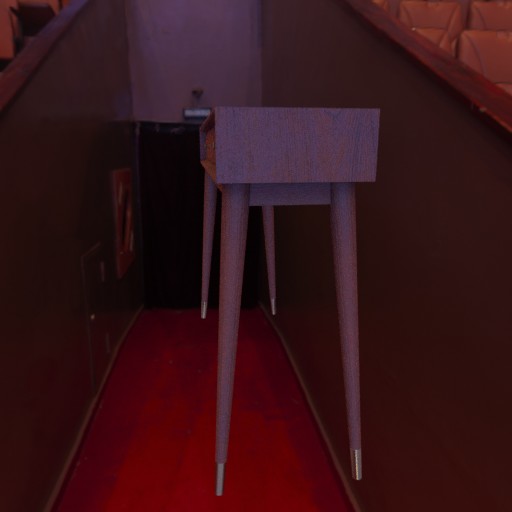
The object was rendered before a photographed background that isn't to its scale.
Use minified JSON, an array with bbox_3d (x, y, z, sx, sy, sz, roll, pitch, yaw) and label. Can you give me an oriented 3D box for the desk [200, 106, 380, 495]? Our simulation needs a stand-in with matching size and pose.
[{"bbox_3d":[0.000,0.000,1.589,0.384,0.917,1.204,-2,14,-8],"label":"desk"}]
